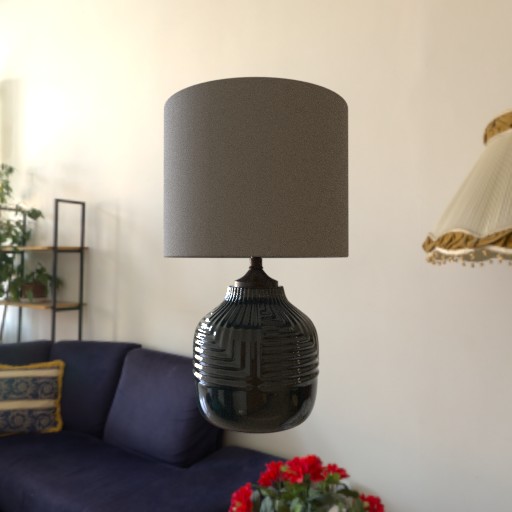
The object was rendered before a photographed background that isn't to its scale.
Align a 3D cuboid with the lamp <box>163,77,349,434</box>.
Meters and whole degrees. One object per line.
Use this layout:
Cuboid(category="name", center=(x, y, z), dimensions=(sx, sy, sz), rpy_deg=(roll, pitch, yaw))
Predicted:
Cuboid(category="lamp", center=(0.000, 0.000, 0.776), dimensions=(0.318, 0.567, 0.318), rpy_deg=(0, -1, 0))
